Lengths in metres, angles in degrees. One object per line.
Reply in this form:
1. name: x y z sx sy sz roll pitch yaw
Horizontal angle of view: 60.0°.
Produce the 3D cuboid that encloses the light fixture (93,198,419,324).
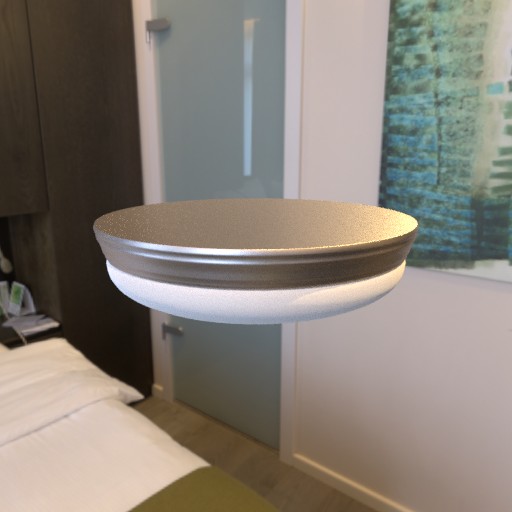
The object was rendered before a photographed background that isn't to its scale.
1. light fixture: 0.000 0.000 0.542 0.368 0.100 0.368 0 14 0
